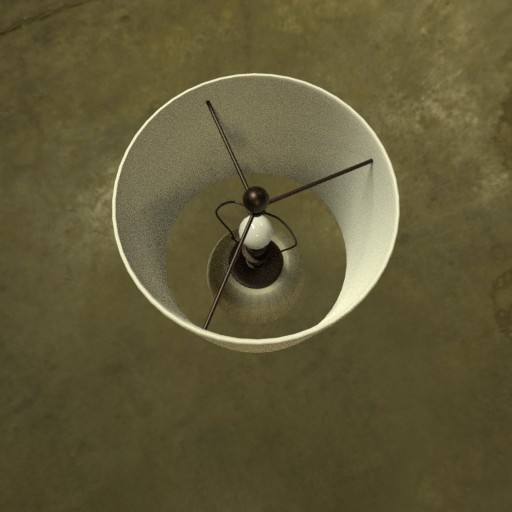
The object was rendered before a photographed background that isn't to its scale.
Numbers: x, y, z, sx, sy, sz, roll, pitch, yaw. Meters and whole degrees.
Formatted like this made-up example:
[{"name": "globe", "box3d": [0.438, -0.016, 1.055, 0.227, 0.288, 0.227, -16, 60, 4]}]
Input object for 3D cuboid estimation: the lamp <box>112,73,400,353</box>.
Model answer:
[{"name": "lamp", "box3d": [0.000, 0.000, 0.769, 0.329, 0.570, 0.329, 21, 77, 5]}]
